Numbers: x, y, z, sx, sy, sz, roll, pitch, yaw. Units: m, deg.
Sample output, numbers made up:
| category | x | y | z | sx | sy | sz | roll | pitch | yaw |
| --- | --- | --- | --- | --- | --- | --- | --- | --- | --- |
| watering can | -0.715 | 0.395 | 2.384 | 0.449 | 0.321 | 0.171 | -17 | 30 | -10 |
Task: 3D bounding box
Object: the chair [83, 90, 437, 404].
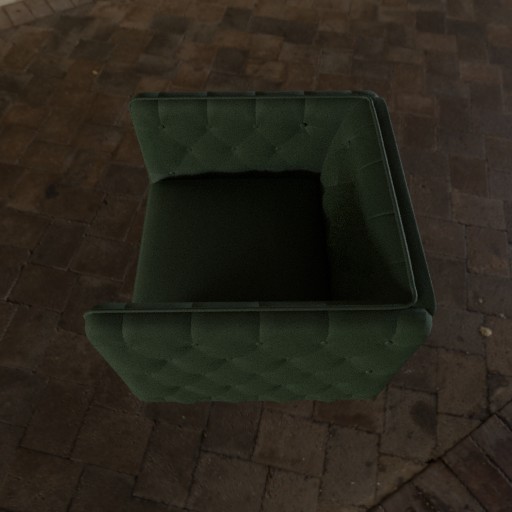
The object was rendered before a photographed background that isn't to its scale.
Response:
| category | x | y | z | sx | sy | sz | roll | pitch | yaw |
| --- | --- | --- | --- | --- | --- | --- | --- | --- | --- |
| chair | 0.000 | 0.000 | 1.565 | 0.855 | 0.768 | 0.917 | -1 | 58 | 0 |
